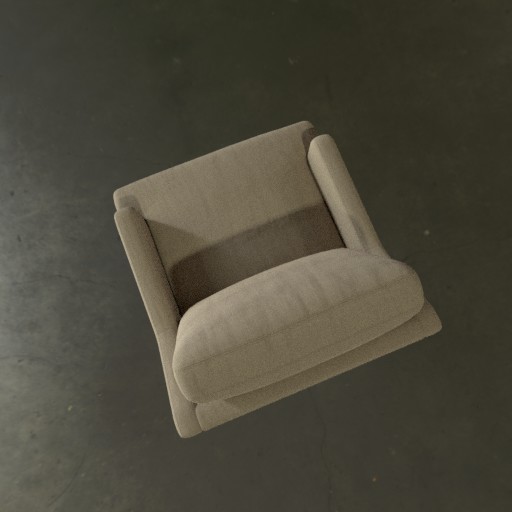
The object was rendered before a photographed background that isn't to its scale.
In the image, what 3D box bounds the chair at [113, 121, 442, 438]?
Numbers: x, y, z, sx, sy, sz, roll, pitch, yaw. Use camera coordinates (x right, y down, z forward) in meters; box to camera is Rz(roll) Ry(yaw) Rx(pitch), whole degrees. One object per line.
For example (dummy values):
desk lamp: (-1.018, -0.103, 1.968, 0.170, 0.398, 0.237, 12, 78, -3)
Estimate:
chair: (0.000, 0.000, 1.706, 0.912, 0.916, 1.001, -21, 77, -5)
